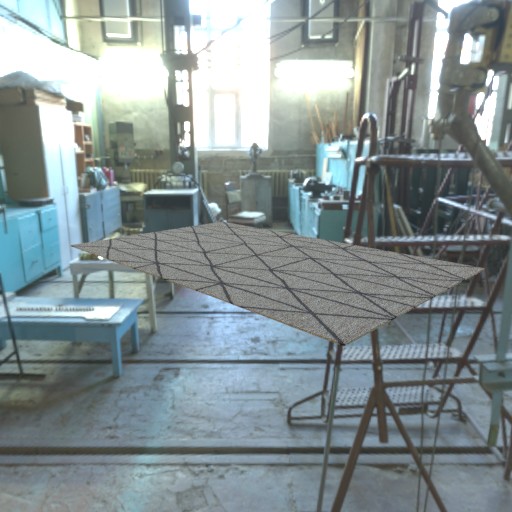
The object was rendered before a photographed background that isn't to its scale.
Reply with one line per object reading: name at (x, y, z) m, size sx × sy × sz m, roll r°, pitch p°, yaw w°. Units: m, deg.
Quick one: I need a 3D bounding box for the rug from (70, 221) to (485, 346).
rug at (0.000, 0.000, 3.045) m, size 2.465 × 0.008 × 1.526 m, roll 13°, pitch 19°, yaw 43°
